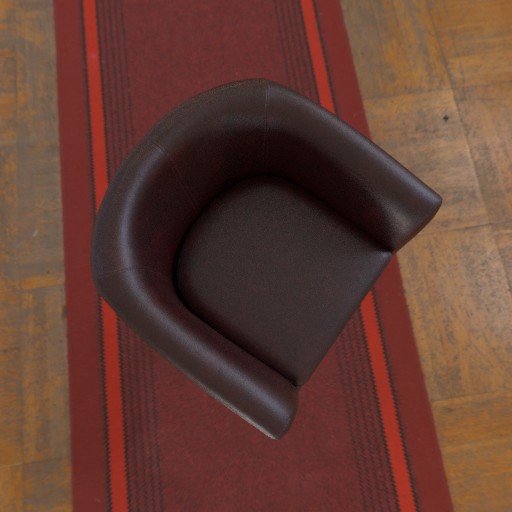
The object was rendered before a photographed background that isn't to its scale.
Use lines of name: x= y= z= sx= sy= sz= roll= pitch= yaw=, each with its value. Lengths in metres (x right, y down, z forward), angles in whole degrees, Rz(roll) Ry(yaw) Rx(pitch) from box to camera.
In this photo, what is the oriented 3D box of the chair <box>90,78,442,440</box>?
chair: x=0.000 y=0.000 z=1.413 sx=0.727 sy=0.756 sz=0.792 roll=36 pitch=78 yaw=9
